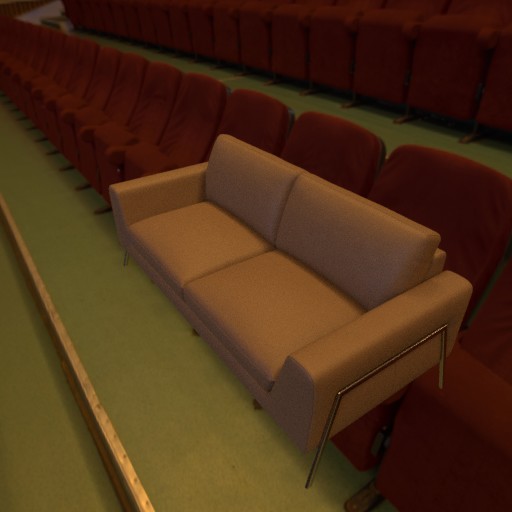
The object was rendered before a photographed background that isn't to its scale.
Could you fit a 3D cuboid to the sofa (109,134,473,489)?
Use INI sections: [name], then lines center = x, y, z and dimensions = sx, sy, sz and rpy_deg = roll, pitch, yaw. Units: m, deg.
[sofa]
center = 0.000, 0.000, 2.492
dimensions = 0.953, 0.875, 2.017
rpy_deg = -21, 38, -29
